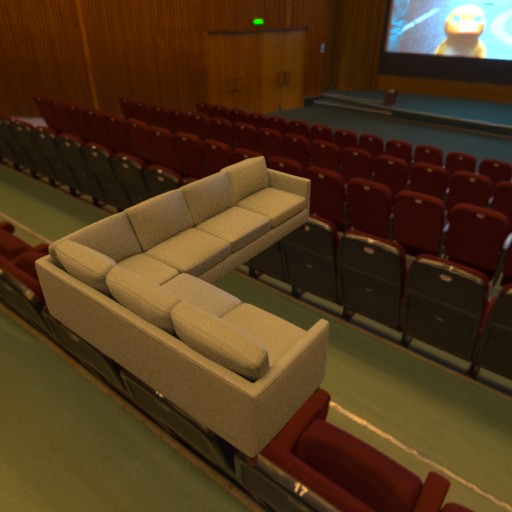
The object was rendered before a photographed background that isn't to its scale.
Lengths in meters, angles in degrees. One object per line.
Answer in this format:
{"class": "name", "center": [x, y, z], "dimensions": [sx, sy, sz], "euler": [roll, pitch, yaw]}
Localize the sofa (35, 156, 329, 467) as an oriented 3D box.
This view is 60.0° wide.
{"class": "sofa", "center": [0.000, 0.000, 4.545], "dimensions": [2.592, 0.947, 3.301], "euler": [22, 37, 32]}
